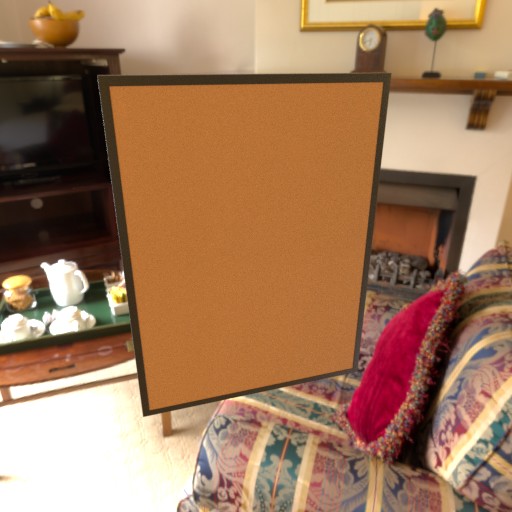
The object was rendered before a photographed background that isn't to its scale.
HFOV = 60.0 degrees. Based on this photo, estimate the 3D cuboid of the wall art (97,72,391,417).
[{"bbox_3d":[0.000,0.000,1.396,0.804,1.061,0.039,-7,25,-16],"label":"wall art"}]
